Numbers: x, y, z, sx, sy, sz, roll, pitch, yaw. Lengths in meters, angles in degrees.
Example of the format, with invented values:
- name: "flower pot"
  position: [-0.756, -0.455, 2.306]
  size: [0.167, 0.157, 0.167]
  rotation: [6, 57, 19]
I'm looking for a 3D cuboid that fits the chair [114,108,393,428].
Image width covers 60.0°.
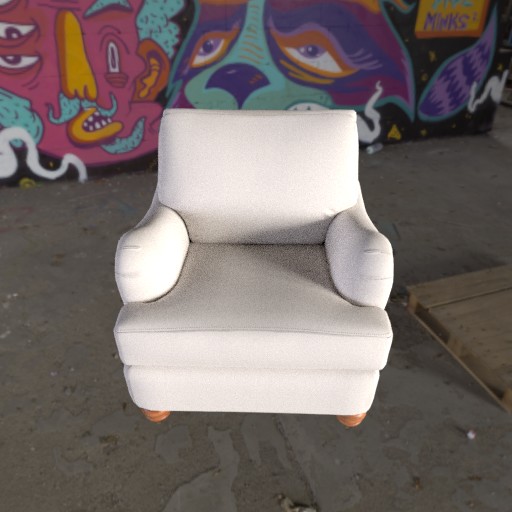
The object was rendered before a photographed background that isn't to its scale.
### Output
- name: "chair"
  position: [0.000, 0.000, 1.846]
  size: [0.955, 1.038, 1.070]
  rotation: [1, 32, 1]
